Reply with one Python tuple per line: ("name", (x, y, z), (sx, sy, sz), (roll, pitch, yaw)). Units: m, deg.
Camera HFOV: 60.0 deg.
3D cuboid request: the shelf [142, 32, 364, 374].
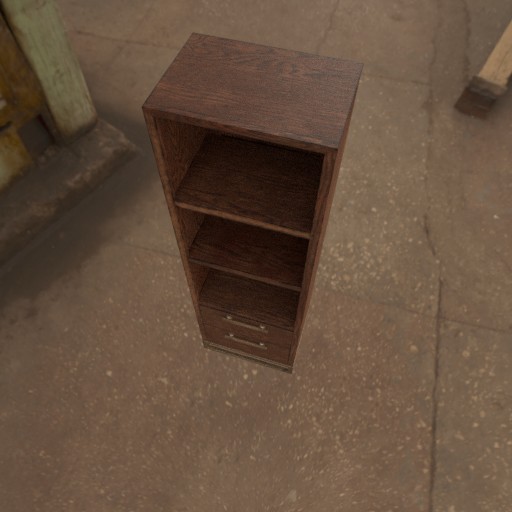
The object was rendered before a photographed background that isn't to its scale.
("shelf", (0.000, 0.000, 1.959), (0.539, 1.732, 0.395), (15, 58, 9))
